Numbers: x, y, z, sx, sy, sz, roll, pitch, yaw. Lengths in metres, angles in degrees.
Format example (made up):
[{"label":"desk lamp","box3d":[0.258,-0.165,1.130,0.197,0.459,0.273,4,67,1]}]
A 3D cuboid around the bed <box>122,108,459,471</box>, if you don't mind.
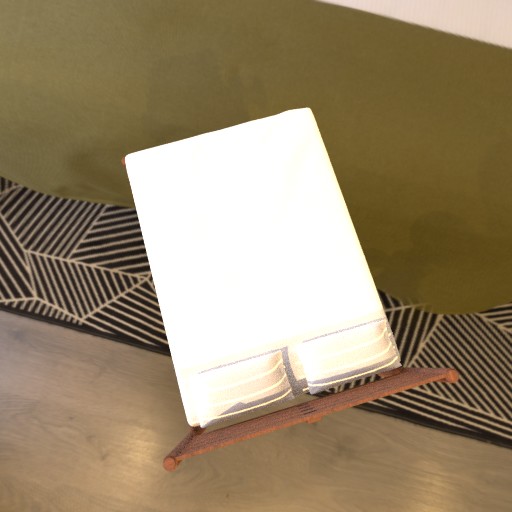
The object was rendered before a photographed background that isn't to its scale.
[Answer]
[{"label":"bed","box3d":[0.000,0.000,3.007,1.509,1.304,2.093,-16,77,-4]}]
